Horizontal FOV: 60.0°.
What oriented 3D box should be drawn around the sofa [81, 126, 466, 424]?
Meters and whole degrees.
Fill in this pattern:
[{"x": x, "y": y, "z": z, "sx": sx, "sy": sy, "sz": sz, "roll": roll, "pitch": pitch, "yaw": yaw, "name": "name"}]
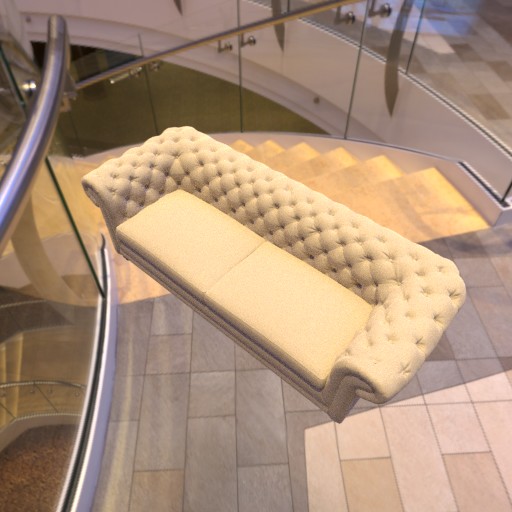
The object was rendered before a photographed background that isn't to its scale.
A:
[{"x": 0.000, "y": 0.000, "z": 3.257, "sx": 2.694, "sy": 0.847, "sz": 1.076, "roll": 33, "pitch": 56, "yaw": 26, "name": "sofa"}]
